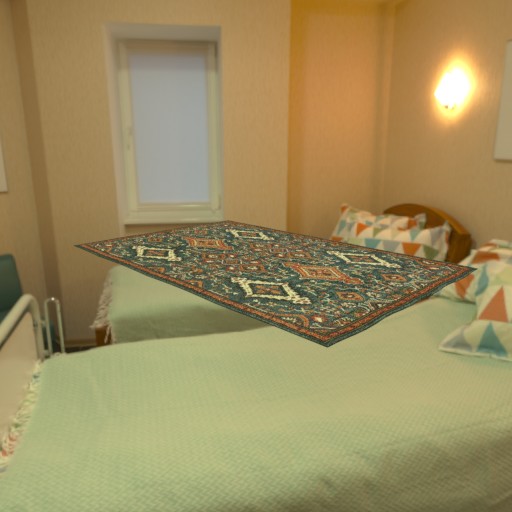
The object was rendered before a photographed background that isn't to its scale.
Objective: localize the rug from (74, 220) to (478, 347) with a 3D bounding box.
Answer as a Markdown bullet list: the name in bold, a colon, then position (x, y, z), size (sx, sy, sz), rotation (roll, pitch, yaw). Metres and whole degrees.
- **rug**: position (0.000, 0.000, 4.293), size (2.190, 0.008, 3.371), rotation (-14, 20, -42)
